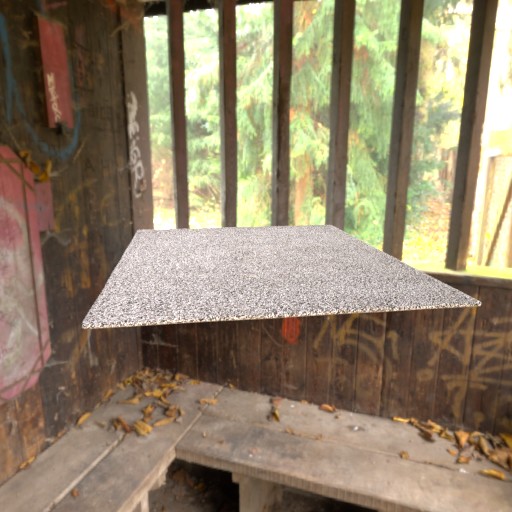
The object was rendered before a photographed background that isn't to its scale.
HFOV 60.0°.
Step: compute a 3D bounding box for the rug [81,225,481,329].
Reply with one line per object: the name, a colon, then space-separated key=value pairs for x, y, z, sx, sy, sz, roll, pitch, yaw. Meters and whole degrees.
rug: x=0.000 y=0.000 z=4.080 sx=2.438 sy=0.029 sz=3.047 roll=-2 pitch=14 yaw=-9
